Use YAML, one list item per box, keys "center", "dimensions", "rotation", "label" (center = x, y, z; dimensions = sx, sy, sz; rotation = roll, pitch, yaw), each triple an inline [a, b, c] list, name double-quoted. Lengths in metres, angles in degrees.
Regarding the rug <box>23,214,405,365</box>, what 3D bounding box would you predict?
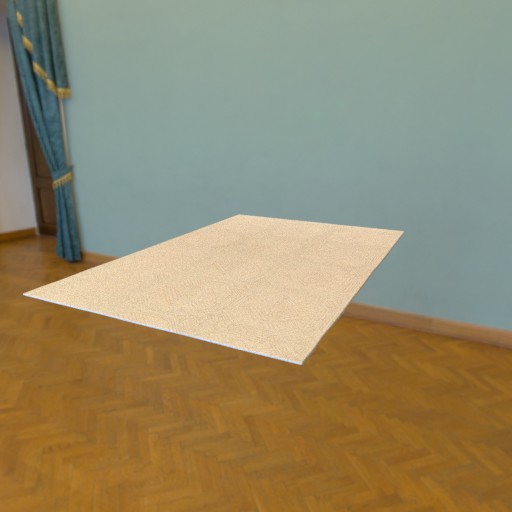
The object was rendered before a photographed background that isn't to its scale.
- center: [0.000, 0.000, 2.343]
  dimensions: [1.236, 0.009, 1.839]
  rotation: [8, 19, 26]
  label: "rug"
